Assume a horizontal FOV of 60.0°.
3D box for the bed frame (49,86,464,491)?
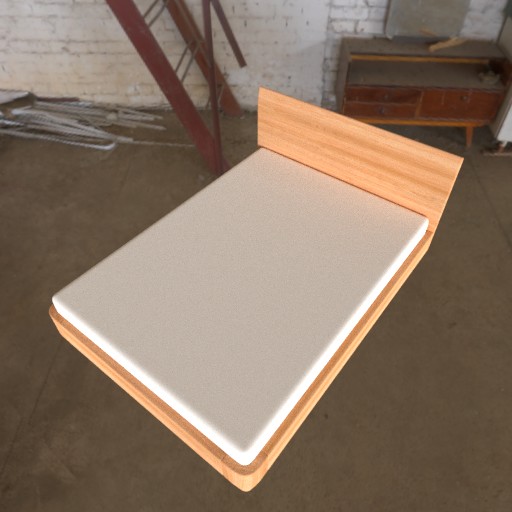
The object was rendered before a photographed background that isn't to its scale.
[{"bbox_3d":[0.000,0.000,2.648,1.472,0.940,1.992,29,53,25],"label":"bed frame"}]
